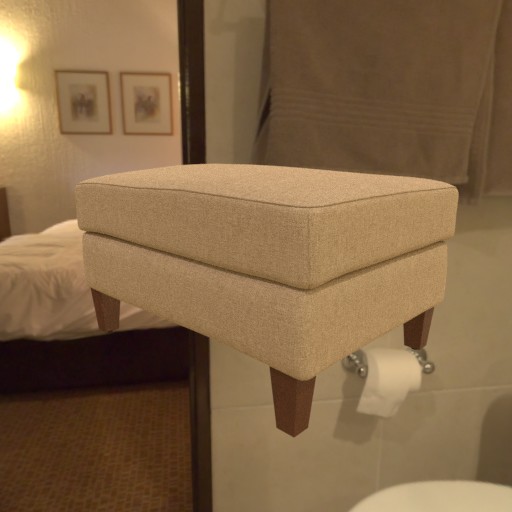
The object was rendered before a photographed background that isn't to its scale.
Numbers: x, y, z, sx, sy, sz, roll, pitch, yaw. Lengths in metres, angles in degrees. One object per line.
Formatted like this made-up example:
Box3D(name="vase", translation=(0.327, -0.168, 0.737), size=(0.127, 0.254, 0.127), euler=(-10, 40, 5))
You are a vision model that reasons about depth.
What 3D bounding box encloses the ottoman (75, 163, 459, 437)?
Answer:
Box3D(name="ottoman", translation=(0.000, 0.000, 1.287), size=(0.898, 0.519, 0.677), euler=(12, 18, 43))
